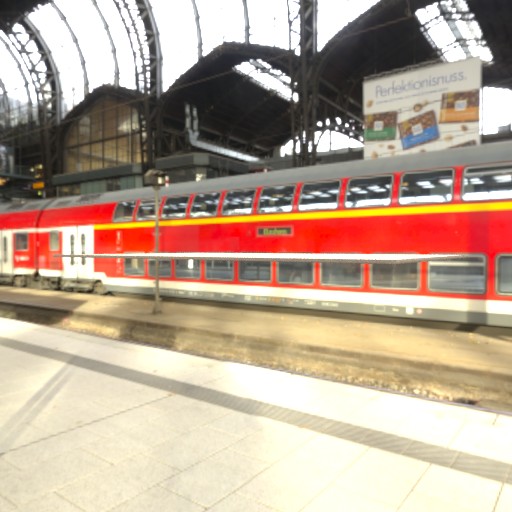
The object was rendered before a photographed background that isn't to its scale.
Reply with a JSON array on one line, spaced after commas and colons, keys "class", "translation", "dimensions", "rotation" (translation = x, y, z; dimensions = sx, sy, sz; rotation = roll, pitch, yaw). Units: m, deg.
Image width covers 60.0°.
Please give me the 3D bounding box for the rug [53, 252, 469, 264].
[{"class": "rug", "translation": [0.000, 0.000, 2.103], "dimensions": [1.676, 0.013, 1.067], "rotation": [1, 1, 35]}]
